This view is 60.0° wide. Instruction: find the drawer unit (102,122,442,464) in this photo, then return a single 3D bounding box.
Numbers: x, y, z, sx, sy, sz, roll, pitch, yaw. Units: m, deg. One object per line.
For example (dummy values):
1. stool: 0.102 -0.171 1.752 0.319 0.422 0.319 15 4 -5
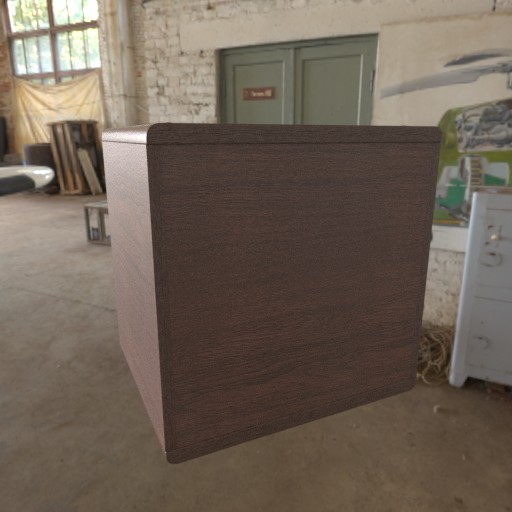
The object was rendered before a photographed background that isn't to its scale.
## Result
1. drawer unit: 0.000 0.000 0.612 0.344 0.344 0.290 -7 17 -25
